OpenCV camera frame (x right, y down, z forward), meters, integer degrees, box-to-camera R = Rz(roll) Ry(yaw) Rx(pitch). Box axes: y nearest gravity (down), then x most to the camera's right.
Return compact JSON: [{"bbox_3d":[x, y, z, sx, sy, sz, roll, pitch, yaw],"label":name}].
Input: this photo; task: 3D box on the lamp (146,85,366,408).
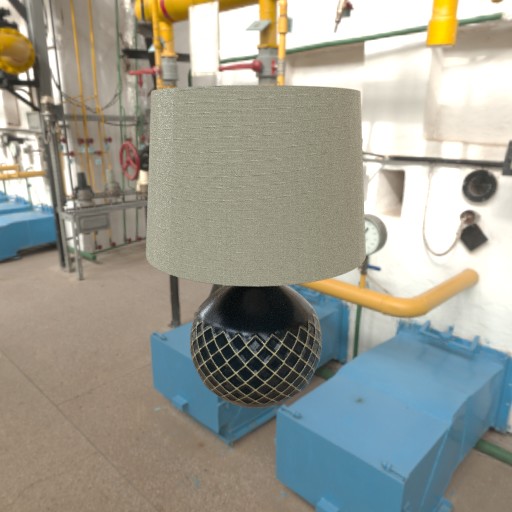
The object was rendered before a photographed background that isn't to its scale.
[{"bbox_3d":[0.000,0.000,0.782,0.376,0.540,0.376,0,17,0],"label":"lamp"}]
